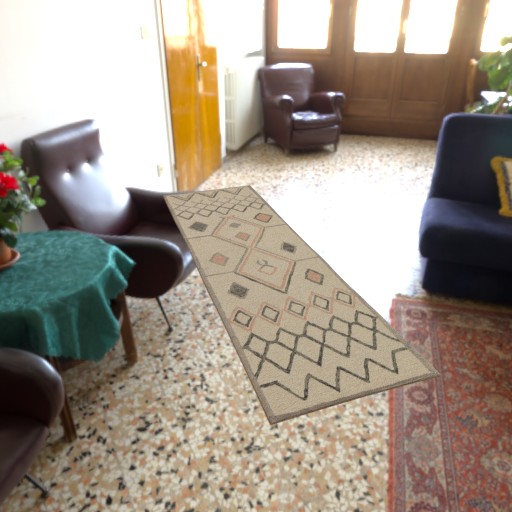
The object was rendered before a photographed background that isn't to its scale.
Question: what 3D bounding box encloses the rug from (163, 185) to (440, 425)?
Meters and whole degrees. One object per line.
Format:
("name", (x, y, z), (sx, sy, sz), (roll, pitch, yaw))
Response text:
("rug", (0.000, 0.000, 2.714), (0.750, 0.011, 2.435), (-10, 30, -17))
